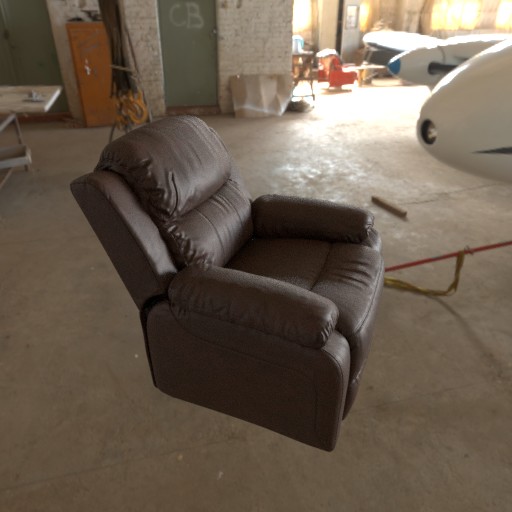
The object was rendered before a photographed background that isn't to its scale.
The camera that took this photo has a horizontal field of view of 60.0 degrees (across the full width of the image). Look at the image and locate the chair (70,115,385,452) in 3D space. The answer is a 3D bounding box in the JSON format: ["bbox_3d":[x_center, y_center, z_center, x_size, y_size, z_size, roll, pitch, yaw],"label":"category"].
[{"bbox_3d":[0.000,0.000,1.264,0.707,0.702,0.680,11,31,19],"label":"chair"}]
